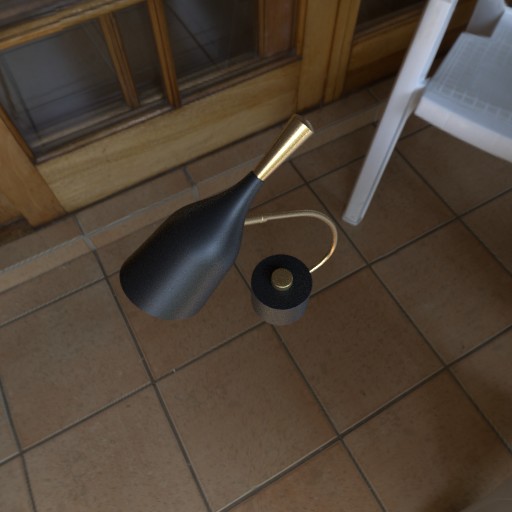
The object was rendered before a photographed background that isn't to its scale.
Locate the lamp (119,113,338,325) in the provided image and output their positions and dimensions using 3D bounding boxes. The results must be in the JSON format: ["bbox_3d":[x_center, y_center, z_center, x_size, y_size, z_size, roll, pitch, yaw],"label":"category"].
[{"bbox_3d":[0.000,0.000,0.626,0.352,0.464,0.110,-32,67,-16],"label":"lamp"}]
